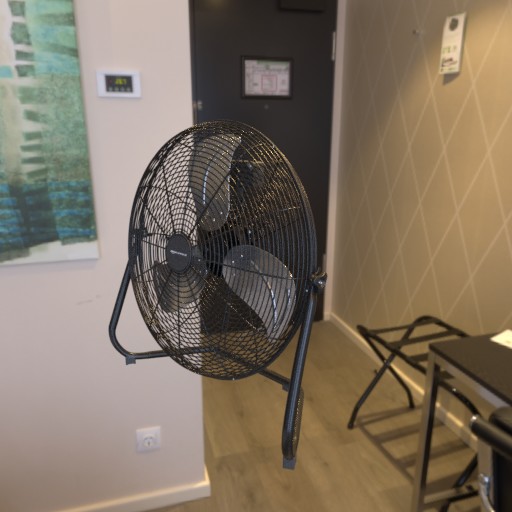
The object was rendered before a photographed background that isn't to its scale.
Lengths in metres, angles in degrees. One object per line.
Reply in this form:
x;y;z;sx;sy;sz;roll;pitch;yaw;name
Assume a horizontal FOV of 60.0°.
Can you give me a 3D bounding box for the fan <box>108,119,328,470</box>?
0.000;0.000;1.035;0.595;0.605;0.470;14;21;42;fan
